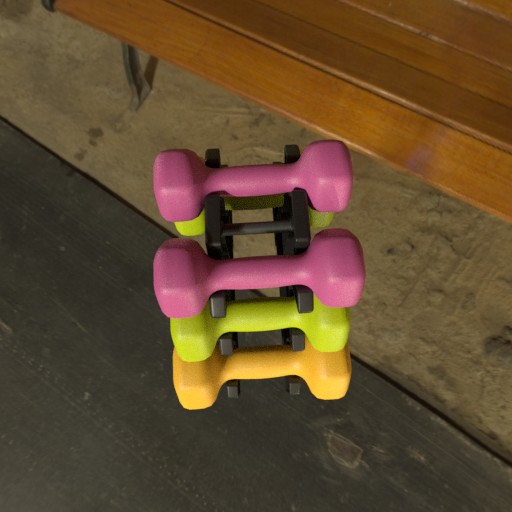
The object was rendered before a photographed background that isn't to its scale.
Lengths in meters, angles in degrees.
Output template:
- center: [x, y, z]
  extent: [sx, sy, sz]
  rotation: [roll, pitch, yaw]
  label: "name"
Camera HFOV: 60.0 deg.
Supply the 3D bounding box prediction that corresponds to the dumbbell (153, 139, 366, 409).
- center: [0.000, 0.000, 0.457]
  extent: [0.190, 0.271, 0.300]
  rotation: [-3, 75, -1]
  label: "dumbbell"
